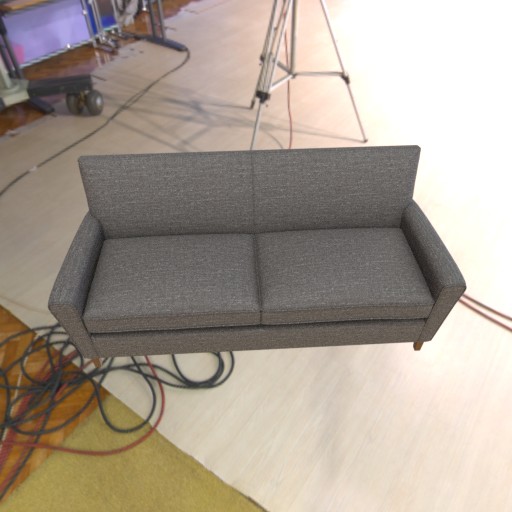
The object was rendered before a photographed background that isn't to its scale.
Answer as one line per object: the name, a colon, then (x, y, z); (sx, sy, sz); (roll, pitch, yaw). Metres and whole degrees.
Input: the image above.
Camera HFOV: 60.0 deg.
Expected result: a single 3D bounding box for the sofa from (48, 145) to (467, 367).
sofa: (0.000, 0.000, 2.483); (1.976, 0.846, 0.875); (-2, 46, -2)
